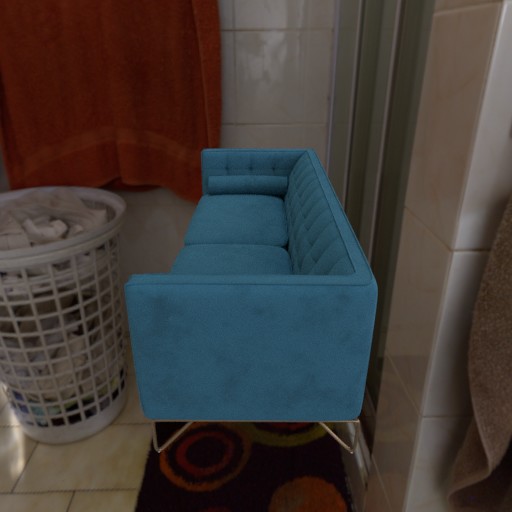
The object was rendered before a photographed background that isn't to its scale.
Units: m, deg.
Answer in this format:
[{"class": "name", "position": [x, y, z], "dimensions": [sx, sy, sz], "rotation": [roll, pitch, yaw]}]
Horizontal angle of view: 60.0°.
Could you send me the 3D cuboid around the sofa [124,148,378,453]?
[{"class": "sofa", "position": [0.000, 0.000, 2.528], "dimensions": [0.867, 0.789, 2.087], "rotation": [0, 26, 1]}]
